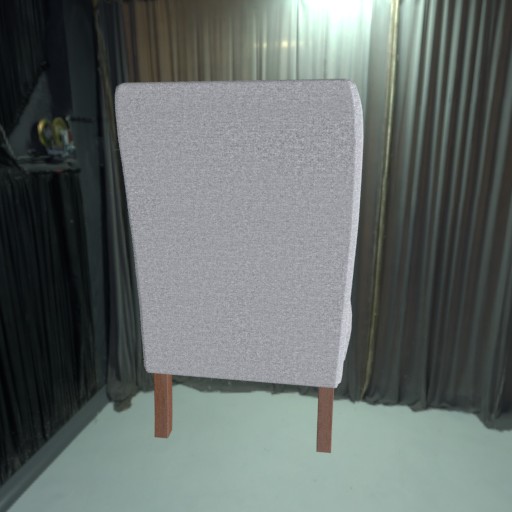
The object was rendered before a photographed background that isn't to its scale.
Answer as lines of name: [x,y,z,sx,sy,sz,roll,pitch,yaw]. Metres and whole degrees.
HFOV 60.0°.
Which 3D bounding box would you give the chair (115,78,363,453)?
chair: [0.000,0.000,1.171,0.513,0.804,0.592,2,15,7]
